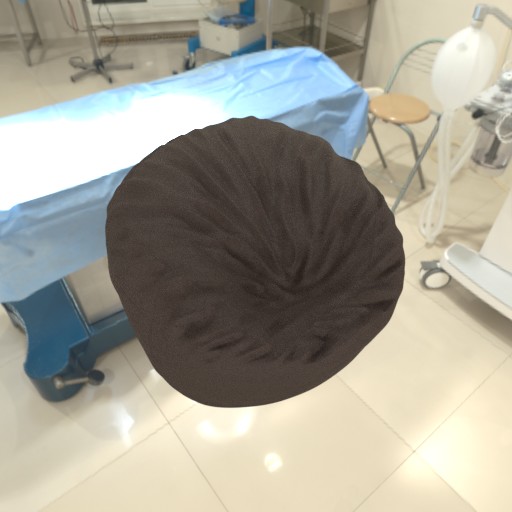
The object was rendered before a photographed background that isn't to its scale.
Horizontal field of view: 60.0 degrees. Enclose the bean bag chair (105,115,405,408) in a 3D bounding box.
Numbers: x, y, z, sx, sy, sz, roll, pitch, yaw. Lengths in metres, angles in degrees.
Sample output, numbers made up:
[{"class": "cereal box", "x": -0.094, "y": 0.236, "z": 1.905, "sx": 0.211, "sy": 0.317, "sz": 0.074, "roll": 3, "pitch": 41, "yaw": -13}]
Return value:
[{"class": "bean bag chair", "x": 0.000, "y": 0.000, "z": 2.006, "sx": 1.245, "sy": 0.821, "sz": 1.245, "roll": 0, "pitch": 45, "yaw": 0}]
